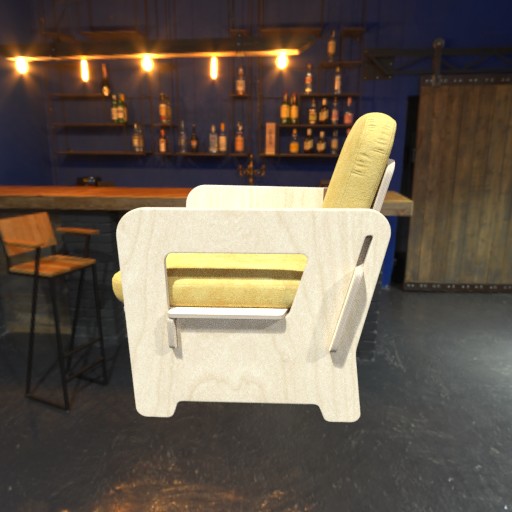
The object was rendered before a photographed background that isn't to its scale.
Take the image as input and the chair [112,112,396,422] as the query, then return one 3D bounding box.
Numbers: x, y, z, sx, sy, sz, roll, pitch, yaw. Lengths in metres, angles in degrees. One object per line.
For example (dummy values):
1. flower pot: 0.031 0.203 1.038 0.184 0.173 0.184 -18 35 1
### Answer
1. chair: 0.000 0.000 1.323 0.710 0.800 0.590 2 15 8
